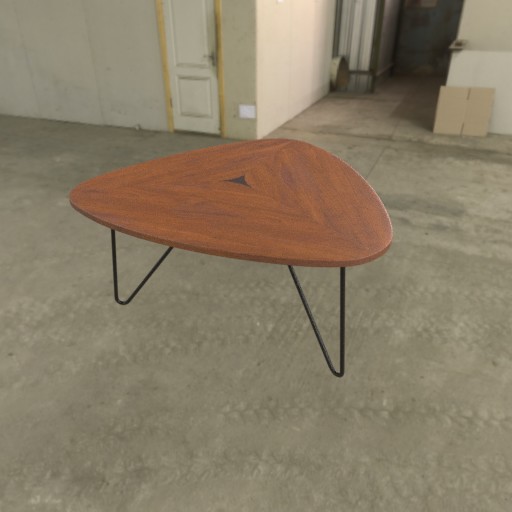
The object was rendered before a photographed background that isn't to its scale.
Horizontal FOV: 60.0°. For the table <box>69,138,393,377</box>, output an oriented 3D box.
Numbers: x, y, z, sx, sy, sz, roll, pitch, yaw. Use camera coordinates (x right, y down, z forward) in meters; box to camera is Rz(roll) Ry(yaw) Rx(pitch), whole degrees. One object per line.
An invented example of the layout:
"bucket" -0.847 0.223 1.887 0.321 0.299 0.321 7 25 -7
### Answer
"table" 0.000 0.000 1.306 0.833 0.413 0.821 -22 38 -32
